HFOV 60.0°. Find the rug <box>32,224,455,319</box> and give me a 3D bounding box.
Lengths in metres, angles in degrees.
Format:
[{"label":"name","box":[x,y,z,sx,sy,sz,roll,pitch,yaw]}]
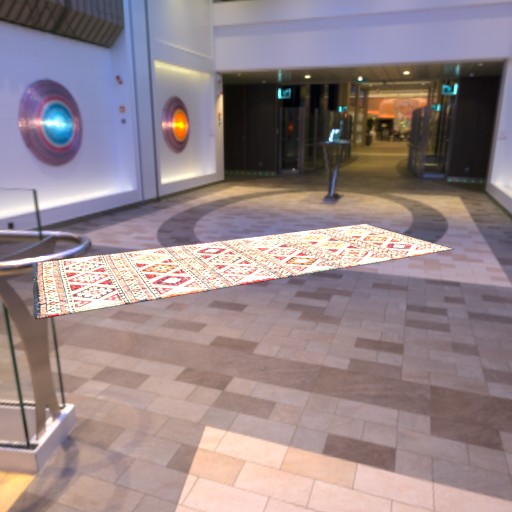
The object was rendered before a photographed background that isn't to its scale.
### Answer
[{"label":"rug","box":[0.000,0.000,2.605,2.362,0.008,0.832,-8,18,-25]}]
